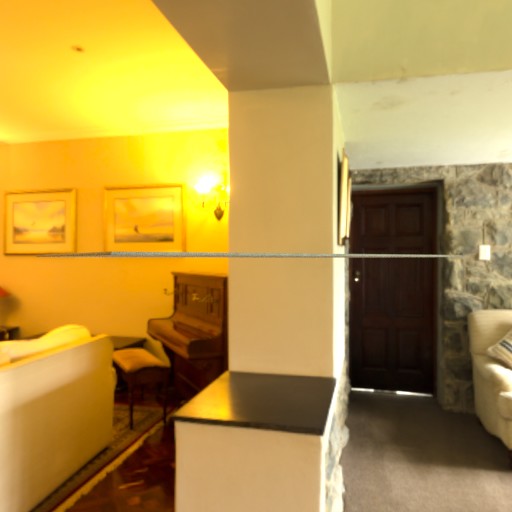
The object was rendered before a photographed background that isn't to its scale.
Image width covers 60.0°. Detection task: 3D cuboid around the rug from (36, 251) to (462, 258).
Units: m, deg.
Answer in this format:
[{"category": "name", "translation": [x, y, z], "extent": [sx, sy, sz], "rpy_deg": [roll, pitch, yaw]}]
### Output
[{"category": "rug", "translation": [0.000, 0.000, 2.981], "extent": [2.438, 0.014, 1.524], "rpy_deg": [0, -1, -36]}]
